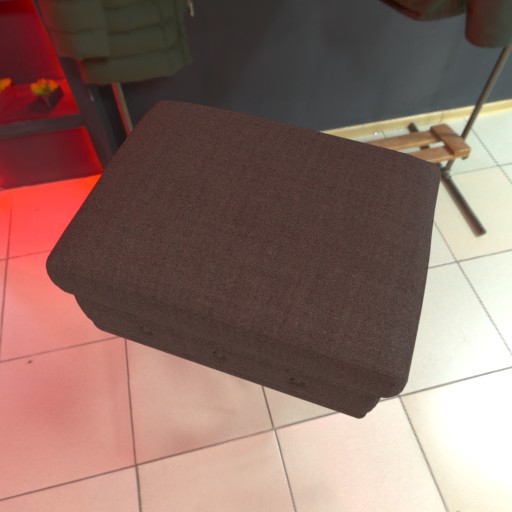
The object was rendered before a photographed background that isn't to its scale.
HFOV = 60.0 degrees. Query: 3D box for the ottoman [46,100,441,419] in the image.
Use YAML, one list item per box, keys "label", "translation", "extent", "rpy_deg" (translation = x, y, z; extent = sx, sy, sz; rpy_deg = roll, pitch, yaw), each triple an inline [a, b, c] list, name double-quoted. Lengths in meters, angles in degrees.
- label: "ottoman"
  translation: [0.000, 0.000, 1.194]
  extent: [0.809, 0.555, 0.599]
  rpy_deg: [16, 59, 10]
